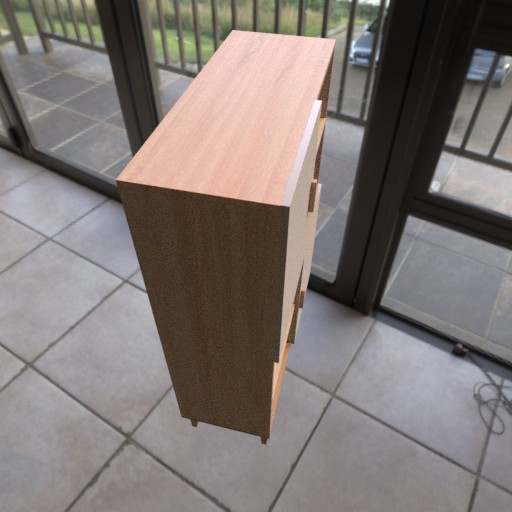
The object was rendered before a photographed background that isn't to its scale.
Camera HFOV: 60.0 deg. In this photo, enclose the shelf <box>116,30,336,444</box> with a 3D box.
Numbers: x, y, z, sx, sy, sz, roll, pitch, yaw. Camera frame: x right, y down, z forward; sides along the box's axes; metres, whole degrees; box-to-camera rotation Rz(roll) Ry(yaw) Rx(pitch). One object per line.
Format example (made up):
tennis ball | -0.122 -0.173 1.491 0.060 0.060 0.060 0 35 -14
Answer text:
shelf | 0.000 0.000 1.842 0.434 1.405 0.995 10 47 10
